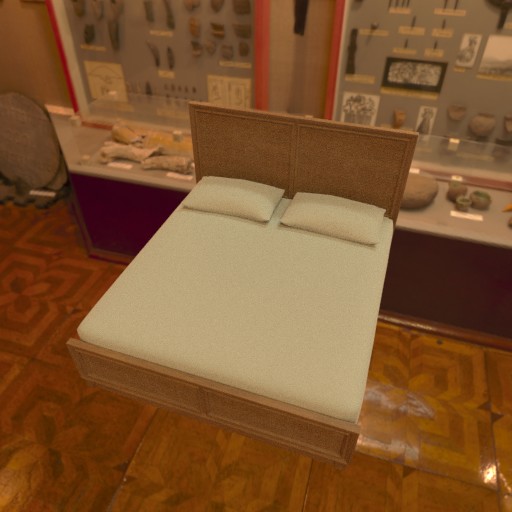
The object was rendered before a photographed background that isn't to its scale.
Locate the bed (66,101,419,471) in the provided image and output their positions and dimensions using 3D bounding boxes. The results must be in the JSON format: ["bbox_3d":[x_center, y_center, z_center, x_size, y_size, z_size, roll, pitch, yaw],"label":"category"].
[{"bbox_3d":[0.000,0.000,3.454,2.003,1.387,2.184,13,42,14],"label":"bed"}]
